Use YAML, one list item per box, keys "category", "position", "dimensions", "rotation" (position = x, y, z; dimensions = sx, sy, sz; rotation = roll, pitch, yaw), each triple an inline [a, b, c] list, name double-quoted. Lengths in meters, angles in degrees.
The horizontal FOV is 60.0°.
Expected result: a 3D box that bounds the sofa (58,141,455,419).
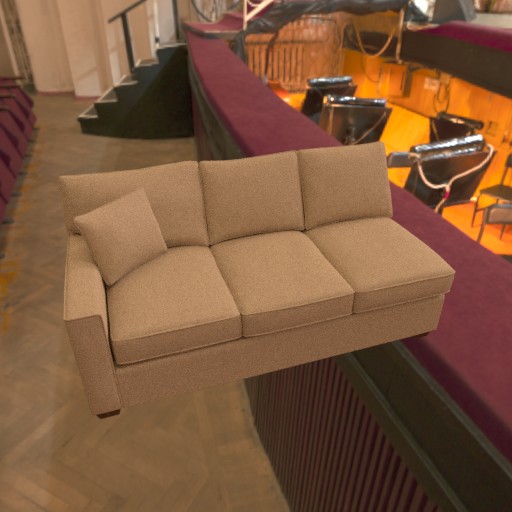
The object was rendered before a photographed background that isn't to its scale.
- category: "sofa"
  position: [0.000, 0.000, 2.511]
  dimensions: [1.962, 0.946, 1.034]
  rotation: [-10, 33, -16]
